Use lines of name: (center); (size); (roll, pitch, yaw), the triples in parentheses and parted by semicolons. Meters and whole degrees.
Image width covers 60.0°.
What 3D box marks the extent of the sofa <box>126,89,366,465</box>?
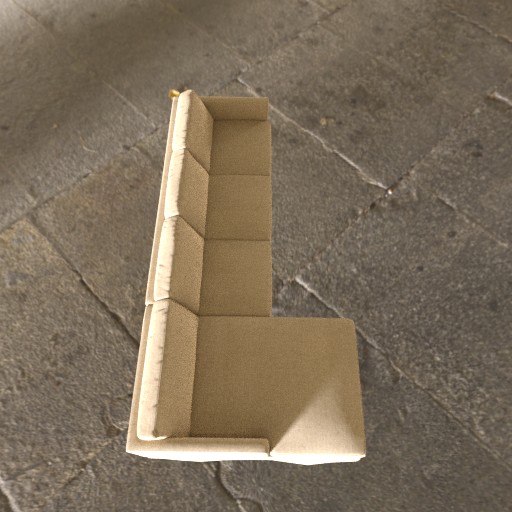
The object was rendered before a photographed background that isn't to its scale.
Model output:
sofa: (0.000, 0.000, 3.803); (1.650, 0.922, 3.205); (1, 63, 0)
